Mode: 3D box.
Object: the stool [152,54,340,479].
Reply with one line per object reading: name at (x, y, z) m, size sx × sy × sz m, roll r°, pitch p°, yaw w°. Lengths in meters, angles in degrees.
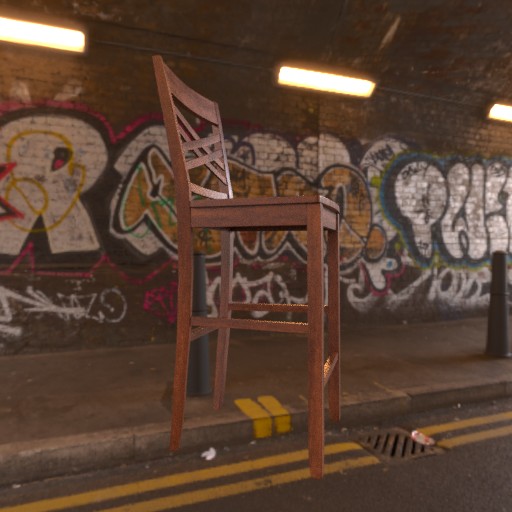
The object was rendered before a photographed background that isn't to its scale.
stool at (0.000, 0.000, 1.360) m, size 0.487 × 1.105 × 0.433 m, roll 0°, pitch 1°, yaw 17°
